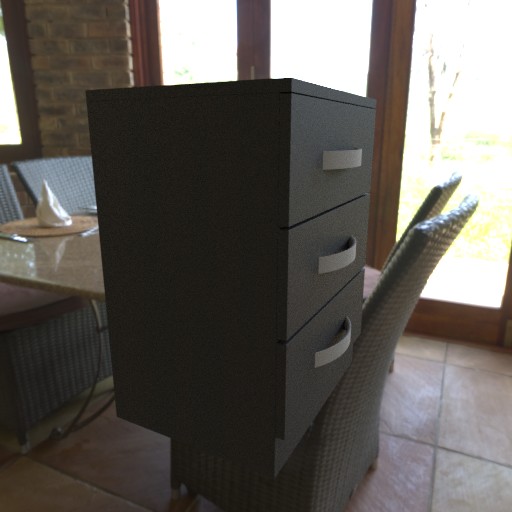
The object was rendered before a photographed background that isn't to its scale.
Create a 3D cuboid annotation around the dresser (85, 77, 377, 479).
[{"bbox_3d":[0.000,0.000,0.819,0.360,0.560,0.400,8,17,27],"label":"dresser"}]
